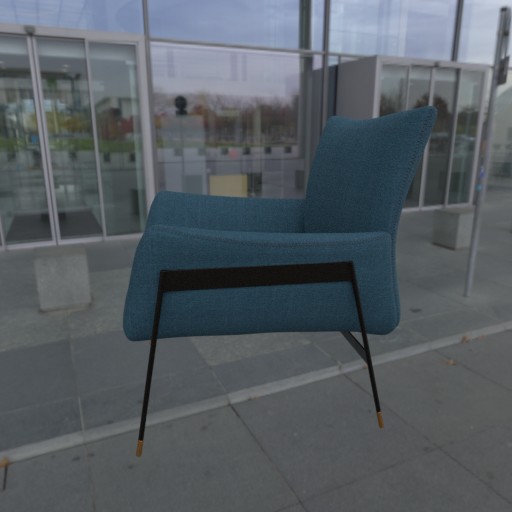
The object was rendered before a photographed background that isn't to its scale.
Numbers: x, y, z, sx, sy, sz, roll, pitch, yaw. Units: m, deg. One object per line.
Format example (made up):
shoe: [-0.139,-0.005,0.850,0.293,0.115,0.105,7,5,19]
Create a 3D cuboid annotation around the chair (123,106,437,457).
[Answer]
chair: [0.000,0.000,1.380,0.769,0.859,0.678,-3,16,-10]
